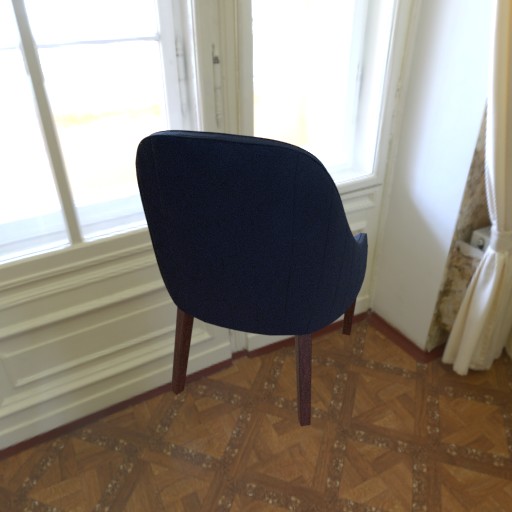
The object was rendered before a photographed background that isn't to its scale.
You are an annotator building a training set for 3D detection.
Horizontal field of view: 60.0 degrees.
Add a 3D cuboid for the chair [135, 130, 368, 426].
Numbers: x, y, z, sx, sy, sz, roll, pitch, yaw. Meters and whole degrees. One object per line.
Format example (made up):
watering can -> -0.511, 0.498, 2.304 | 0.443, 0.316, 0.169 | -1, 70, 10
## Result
chair -> 0.000, 0.000, 1.327 | 0.643, 0.889, 0.575 | 9, 33, 14
